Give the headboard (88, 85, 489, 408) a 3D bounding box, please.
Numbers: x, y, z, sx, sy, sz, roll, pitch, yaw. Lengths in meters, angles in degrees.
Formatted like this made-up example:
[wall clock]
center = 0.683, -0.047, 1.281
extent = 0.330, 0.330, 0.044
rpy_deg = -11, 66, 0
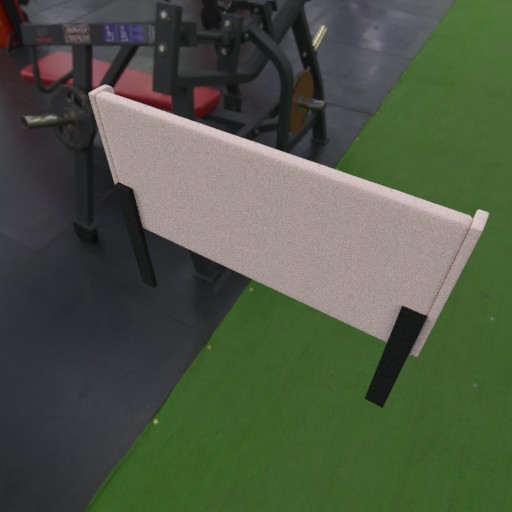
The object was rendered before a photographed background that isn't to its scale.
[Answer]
[headboard]
center = 0.000, 0.000, 2.606
extent = 2.051, 1.524, 0.184
rpy_deg = 24, 52, 21
